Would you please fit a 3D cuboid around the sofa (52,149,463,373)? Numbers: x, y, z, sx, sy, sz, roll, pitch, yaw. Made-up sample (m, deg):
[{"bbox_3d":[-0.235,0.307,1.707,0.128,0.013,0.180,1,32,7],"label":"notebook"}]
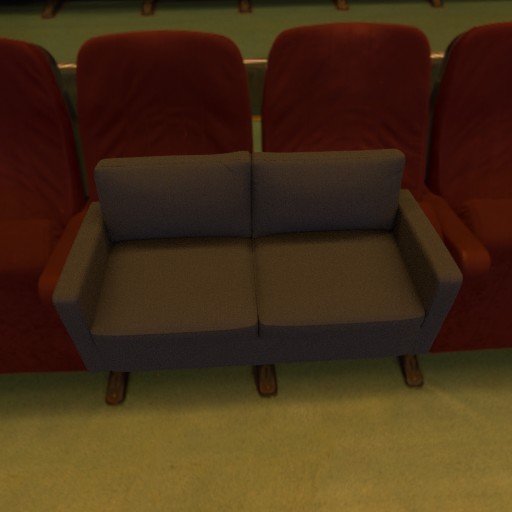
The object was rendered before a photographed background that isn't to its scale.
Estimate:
[{"bbox_3d":[0.000,0.000,2.368,1.852,0.839,0.898,-3,48,-2],"label":"sofa"}]
